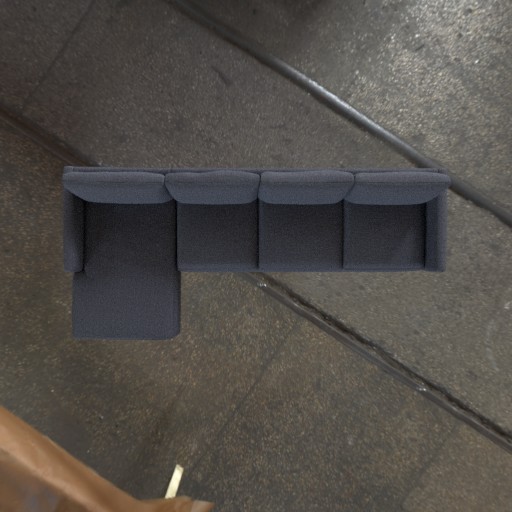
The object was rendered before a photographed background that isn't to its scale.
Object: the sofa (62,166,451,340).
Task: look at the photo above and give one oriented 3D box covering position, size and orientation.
[{"bbox_3d":[0.000,0.000,2.938,2.445,0.673,1.125,0,91,-1],"label":"sofa"}]
